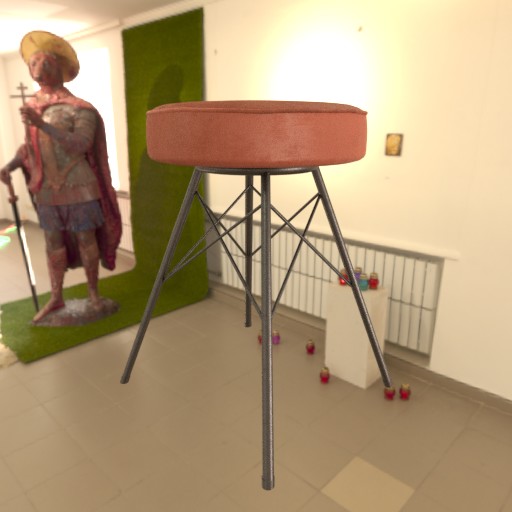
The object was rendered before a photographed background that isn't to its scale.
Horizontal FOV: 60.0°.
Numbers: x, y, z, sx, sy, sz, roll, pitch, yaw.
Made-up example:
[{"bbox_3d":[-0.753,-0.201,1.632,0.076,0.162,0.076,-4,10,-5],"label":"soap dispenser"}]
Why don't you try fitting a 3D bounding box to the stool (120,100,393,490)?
[{"bbox_3d":[0.000,0.000,0.910,0.457,0.593,0.421,15,22,41],"label":"stool"}]
